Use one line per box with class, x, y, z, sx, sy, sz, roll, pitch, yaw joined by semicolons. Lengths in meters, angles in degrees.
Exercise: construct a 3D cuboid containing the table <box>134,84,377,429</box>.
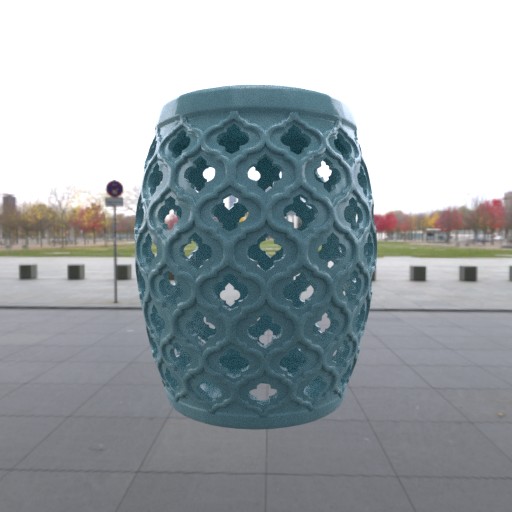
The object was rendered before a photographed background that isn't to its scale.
table;0.000;0.000;0.616;0.325;0.388;0.325;0;3;0
